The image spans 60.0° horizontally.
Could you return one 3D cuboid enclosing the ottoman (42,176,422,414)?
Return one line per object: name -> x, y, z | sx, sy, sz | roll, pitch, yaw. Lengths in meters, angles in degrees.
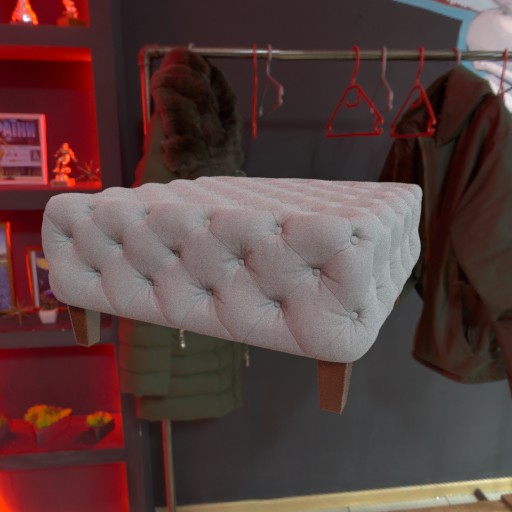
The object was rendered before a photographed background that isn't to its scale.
ottoman -> 0.000, 0.000, 1.410 | 0.911, 0.439, 0.917 | 7, 16, 25
